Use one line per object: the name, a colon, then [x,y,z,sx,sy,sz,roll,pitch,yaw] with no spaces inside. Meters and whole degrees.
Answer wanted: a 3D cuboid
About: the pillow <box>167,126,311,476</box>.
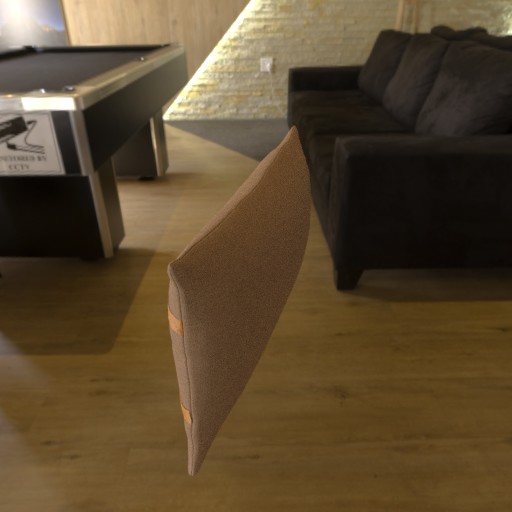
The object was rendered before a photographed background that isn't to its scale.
pillow: [0.000,0.000,0.739,0.148,0.308,0.612,8,30,13]
